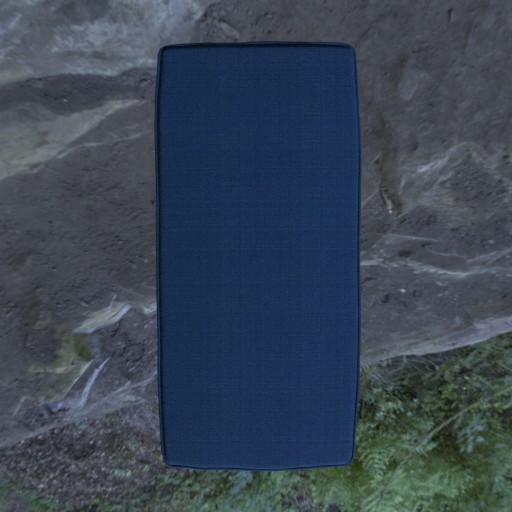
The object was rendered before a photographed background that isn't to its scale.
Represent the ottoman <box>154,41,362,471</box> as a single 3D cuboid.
[{"bbox_3d":[0.000,0.000,1.180,0.474,0.474,0.943,0,91,0],"label":"ottoman"}]
